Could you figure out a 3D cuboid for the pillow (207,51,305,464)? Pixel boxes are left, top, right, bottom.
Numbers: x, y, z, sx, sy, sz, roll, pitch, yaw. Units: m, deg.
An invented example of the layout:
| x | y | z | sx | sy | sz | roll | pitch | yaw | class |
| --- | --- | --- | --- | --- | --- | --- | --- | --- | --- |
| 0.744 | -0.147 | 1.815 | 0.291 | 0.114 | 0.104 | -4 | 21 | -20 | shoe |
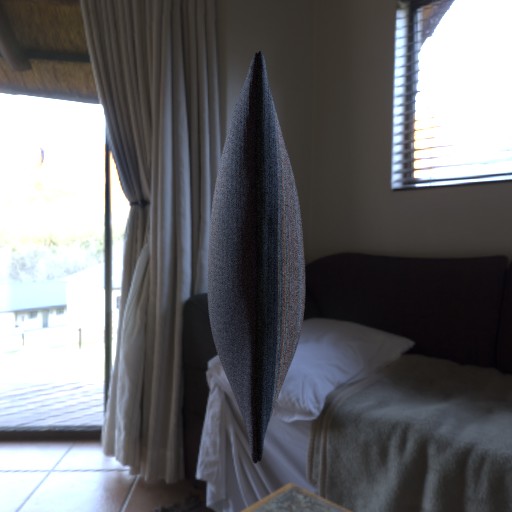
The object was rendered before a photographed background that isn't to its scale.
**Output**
| x | y | z | sx | sy | sz | roll | pitch | yaw | class |
| --- | --- | --- | --- | --- | --- | --- | --- | --- | --- |
| 0.000 | 0.000 | 0.656 | 0.136 | 0.419 | 0.437 | 0 | 0 | -1 | pillow |
